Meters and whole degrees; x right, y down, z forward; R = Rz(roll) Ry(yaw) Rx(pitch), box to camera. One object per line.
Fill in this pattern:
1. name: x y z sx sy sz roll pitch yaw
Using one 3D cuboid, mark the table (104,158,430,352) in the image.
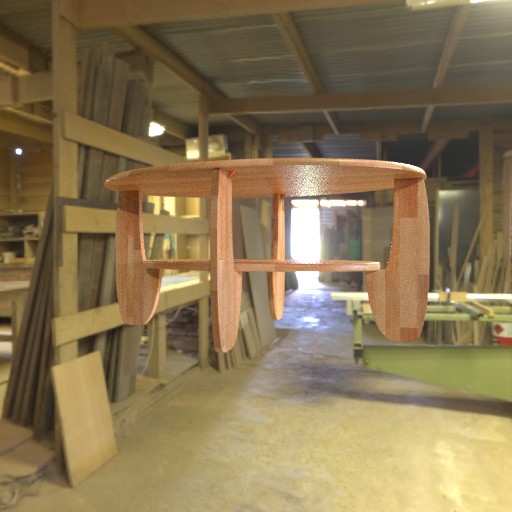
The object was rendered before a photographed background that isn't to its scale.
1. table: 0.000 0.000 1.426 1.040 0.490 0.690 0 1 18
